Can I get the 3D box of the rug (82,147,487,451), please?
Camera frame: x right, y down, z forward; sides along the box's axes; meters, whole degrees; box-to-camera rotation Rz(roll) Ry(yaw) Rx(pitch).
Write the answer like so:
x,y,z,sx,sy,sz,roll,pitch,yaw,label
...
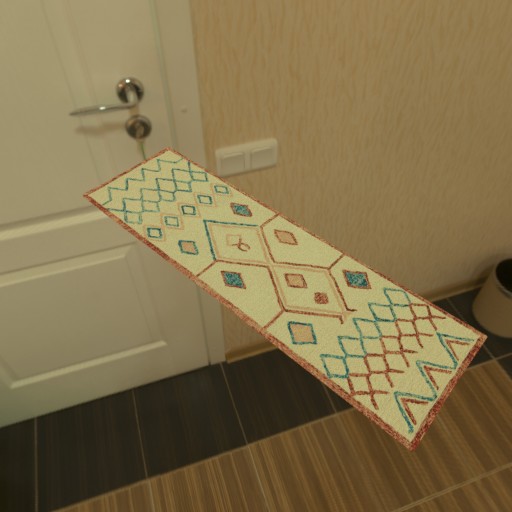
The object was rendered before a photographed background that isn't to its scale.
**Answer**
x,y,z,sx,sy,sz,roll,pitch,yaw,label
0.000,0.000,2.570,2.435,0.011,0.750,34,56,27,rug
